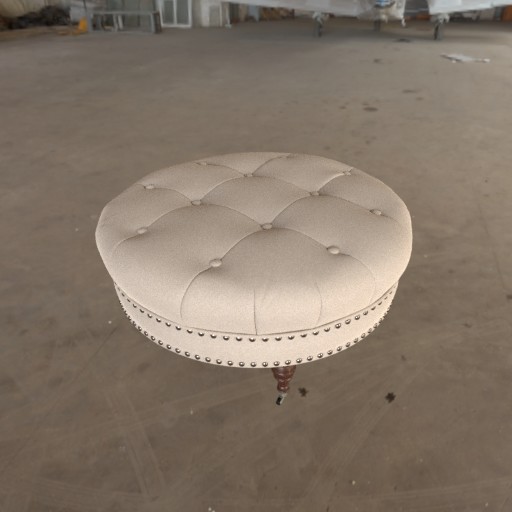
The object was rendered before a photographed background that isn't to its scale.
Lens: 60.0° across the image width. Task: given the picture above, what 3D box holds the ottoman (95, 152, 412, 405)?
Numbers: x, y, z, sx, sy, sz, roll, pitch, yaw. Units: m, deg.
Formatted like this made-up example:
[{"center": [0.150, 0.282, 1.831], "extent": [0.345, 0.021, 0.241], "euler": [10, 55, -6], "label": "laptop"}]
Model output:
[{"center": [0.000, 0.000, 1.373], "extent": [0.901, 0.439, 0.901], "euler": [0, 32, 0], "label": "ottoman"}]
